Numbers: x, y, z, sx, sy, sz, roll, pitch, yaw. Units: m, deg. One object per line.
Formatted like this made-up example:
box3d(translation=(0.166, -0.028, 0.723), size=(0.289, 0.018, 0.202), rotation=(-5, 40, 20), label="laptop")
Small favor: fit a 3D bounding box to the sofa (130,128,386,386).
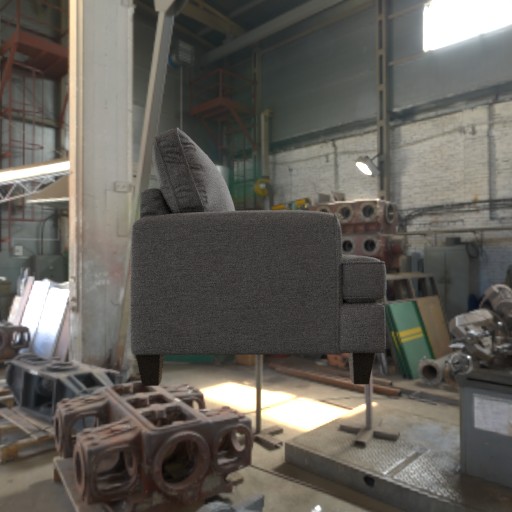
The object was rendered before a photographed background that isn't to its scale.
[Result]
box3d(translation=(0.000, 0.000, 2.647), size=(0.951, 0.965, 2.158), rotation=(0, 0, -1), label="sofa")
